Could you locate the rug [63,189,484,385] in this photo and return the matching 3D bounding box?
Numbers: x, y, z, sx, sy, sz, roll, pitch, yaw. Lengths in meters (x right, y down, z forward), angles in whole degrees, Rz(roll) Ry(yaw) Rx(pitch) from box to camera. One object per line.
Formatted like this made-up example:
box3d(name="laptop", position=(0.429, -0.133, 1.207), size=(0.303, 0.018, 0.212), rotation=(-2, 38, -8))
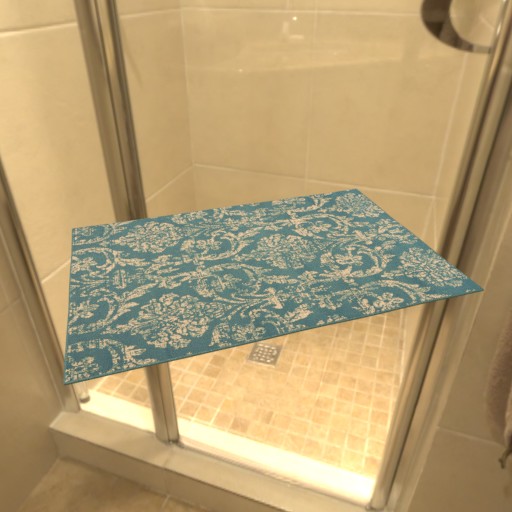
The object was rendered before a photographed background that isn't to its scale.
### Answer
box3d(name="rug", position=(0.000, 0.000, 2.301), size=(1.833, 0.012, 1.211), rotation=(-10, 34, -15))
